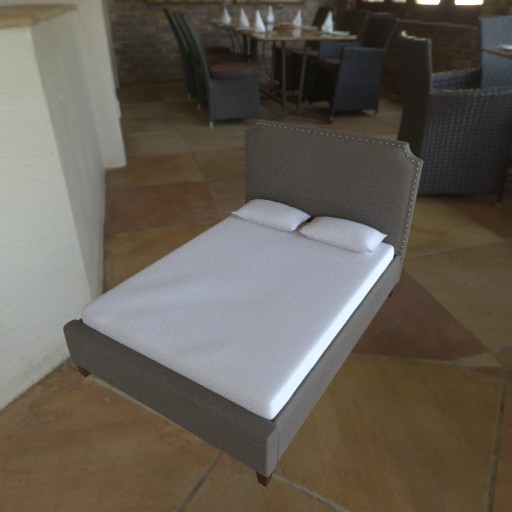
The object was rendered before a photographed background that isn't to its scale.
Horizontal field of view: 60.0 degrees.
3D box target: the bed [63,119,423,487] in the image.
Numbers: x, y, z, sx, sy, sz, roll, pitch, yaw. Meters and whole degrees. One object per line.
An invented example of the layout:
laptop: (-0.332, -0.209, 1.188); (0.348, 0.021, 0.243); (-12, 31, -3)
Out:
bed: (0.000, 0.000, 3.403); (1.712, 1.443, 2.372); (18, 35, 28)
